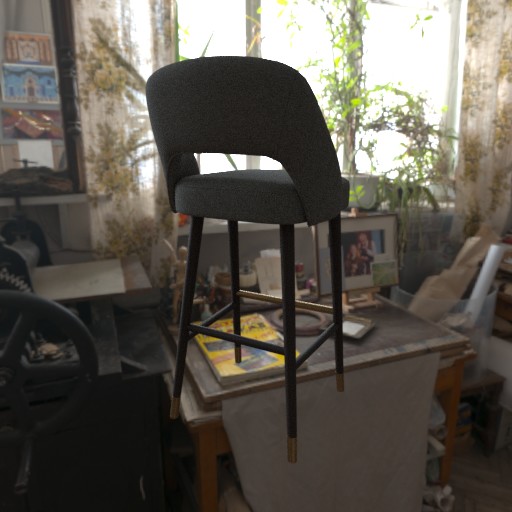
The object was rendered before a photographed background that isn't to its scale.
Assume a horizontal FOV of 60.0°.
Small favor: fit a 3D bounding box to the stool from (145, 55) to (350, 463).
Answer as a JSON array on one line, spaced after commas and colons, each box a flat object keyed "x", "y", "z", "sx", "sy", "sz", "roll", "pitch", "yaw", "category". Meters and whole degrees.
[{"x": 0.000, "y": 0.000, "z": 1.389, "sx": 0.536, "sy": 1.089, "sz": 0.524, "roll": 8, "pitch": 17, "yaw": 28, "category": "stool"}]
